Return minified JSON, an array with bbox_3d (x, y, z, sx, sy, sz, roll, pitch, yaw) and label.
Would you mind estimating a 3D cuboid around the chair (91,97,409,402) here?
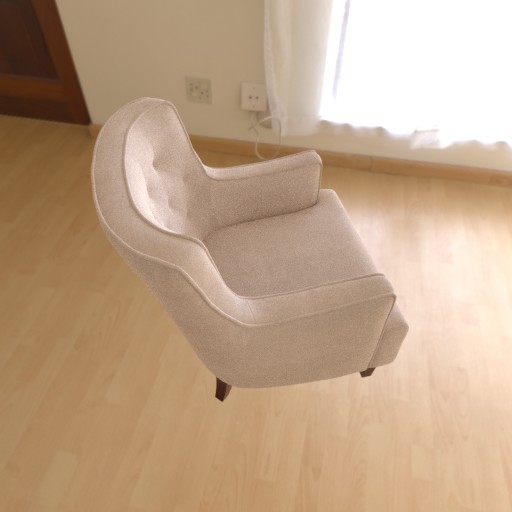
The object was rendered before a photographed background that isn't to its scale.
[{"bbox_3d":[0.000,0.000,1.584,0.910,0.920,0.781,-10,48,-9],"label":"chair"}]
